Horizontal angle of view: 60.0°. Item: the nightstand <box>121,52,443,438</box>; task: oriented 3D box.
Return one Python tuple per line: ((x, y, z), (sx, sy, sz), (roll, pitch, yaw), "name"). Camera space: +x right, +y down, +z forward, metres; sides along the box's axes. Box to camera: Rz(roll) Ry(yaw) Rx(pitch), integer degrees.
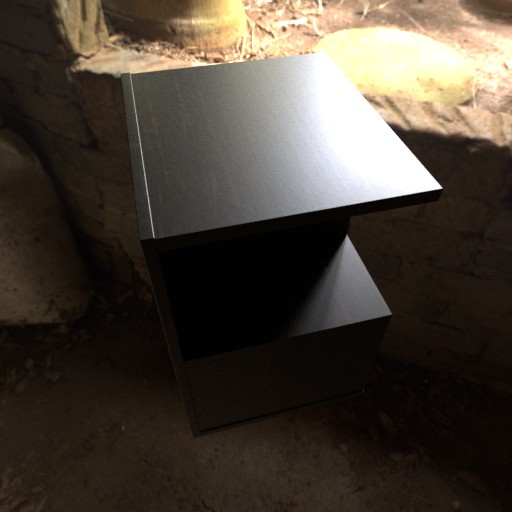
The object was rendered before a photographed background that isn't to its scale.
((0.000, 0.000, 0.830), (0.356, 0.559, 0.400), (-11, 48, -10), "nightstand")
